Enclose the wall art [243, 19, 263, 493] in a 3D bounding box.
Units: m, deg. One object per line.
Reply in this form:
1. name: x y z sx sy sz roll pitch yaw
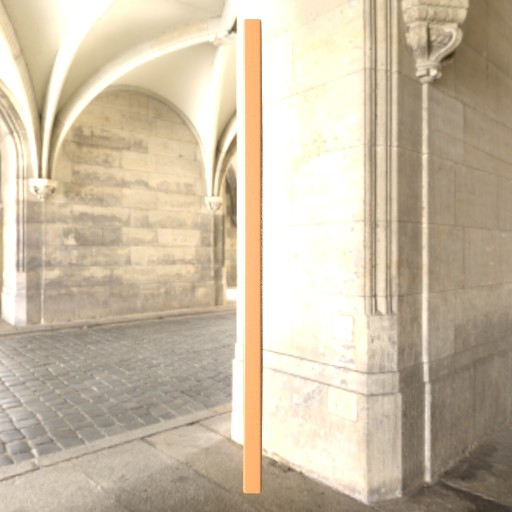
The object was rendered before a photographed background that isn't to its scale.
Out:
1. wall art: 0.000 0.000 0.737 0.021 0.550 0.449 0 0 1
